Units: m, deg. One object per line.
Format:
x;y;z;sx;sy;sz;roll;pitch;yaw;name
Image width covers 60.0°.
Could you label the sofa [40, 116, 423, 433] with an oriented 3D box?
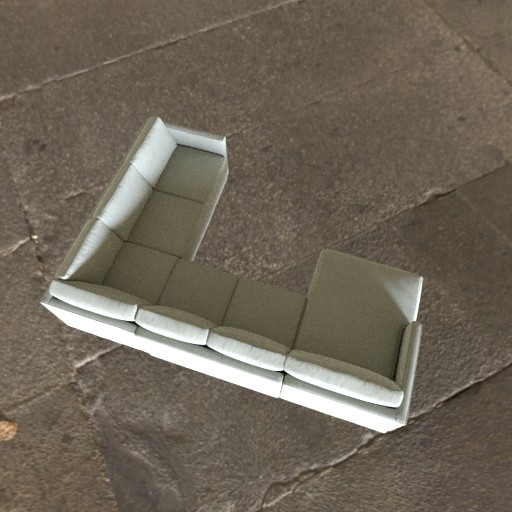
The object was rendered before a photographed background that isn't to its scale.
0.000;0.000;4.592;3.434;0.869;2.440;16;64;8;sofa
